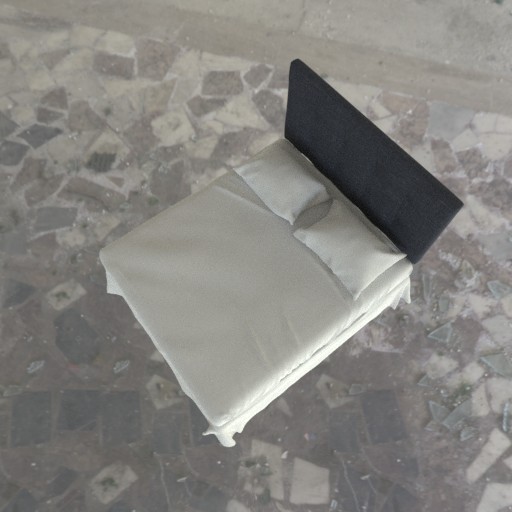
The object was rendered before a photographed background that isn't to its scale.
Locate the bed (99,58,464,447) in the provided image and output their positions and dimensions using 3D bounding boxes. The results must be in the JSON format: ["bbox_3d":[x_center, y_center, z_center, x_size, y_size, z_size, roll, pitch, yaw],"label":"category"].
[{"bbox_3d":[0.000,0.000,3.462,2.222,1.577,1.936,-35,69,-15],"label":"bed"}]
